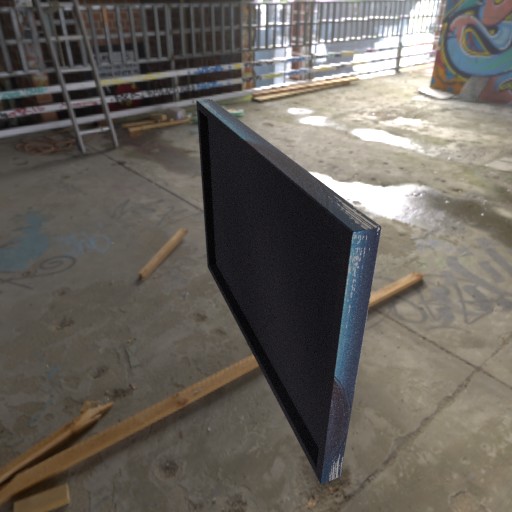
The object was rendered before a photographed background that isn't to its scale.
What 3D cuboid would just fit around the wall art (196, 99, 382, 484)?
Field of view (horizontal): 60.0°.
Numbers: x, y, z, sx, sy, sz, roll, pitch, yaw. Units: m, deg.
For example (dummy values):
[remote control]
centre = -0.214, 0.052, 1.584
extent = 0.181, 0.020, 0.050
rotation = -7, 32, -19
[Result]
[wall art]
centre = 0.000, 0.000, 0.773
extent = 0.033, 0.406, 0.609
rotation = -11, 33, -17
